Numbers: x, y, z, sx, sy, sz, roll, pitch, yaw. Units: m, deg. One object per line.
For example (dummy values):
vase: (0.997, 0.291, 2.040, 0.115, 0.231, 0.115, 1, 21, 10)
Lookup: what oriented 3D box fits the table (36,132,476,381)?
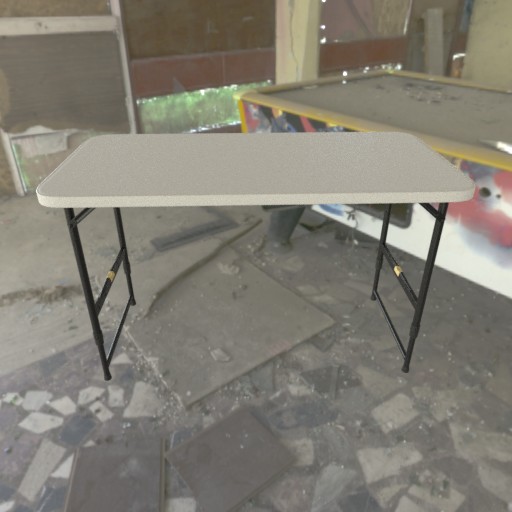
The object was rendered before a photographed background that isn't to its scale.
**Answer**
table: (0.000, 0.000, 1.616, 1.219, 0.737, 0.610, -1, 30, -2)
